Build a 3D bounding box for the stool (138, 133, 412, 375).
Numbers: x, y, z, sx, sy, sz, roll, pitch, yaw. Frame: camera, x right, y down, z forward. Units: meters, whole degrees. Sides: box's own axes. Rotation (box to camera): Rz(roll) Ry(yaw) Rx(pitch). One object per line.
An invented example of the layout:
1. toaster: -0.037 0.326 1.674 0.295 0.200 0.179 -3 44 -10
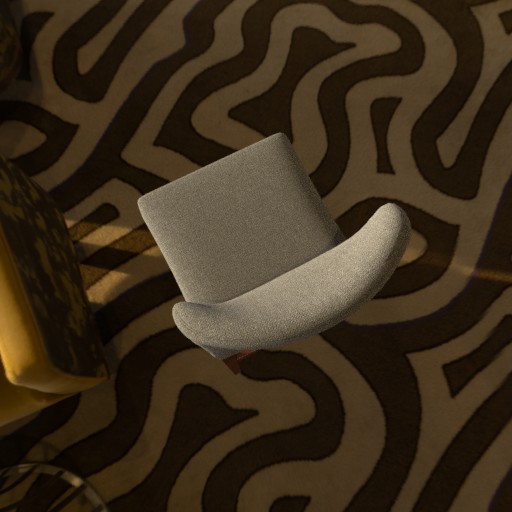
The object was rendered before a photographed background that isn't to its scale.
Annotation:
1. stool: 0.000 0.000 1.272 0.479 0.968 0.568 -27 76 -7
